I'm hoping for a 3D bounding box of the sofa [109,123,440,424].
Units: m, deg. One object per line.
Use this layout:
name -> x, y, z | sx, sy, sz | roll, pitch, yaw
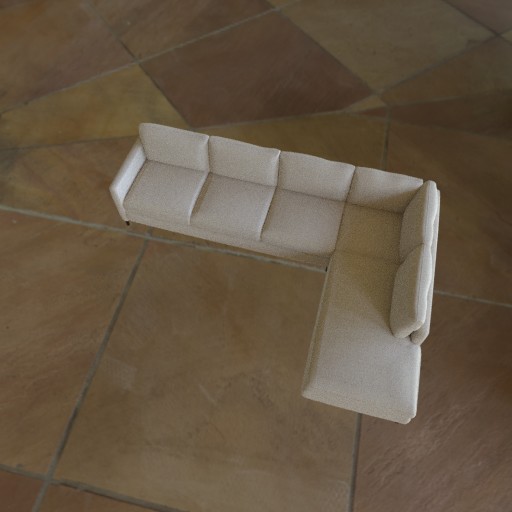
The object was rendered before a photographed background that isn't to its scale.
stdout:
sofa -> 0.000, 0.000, 3.857 | 2.949, 0.815, 2.007 | 14, 59, 8
